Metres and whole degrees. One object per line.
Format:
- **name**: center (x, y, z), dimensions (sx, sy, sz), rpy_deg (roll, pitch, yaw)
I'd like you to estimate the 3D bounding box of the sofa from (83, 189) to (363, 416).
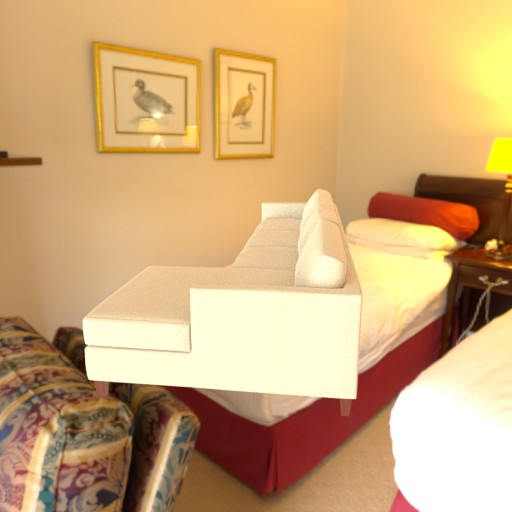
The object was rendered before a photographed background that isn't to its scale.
- **sofa**: center (0.000, 0.000, 4.103), dimensions (1.599, 0.954, 3.471), rpy_deg (2, 15, 7)
